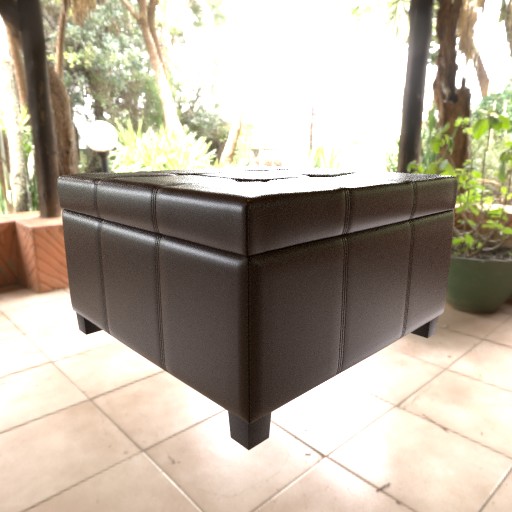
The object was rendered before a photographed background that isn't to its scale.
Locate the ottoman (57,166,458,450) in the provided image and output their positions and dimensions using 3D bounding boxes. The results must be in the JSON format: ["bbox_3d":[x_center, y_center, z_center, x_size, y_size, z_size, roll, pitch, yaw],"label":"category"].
[{"bbox_3d":[0.000,0.000,1.249,0.788,0.460,0.787,-13,19,-42],"label":"ottoman"}]
